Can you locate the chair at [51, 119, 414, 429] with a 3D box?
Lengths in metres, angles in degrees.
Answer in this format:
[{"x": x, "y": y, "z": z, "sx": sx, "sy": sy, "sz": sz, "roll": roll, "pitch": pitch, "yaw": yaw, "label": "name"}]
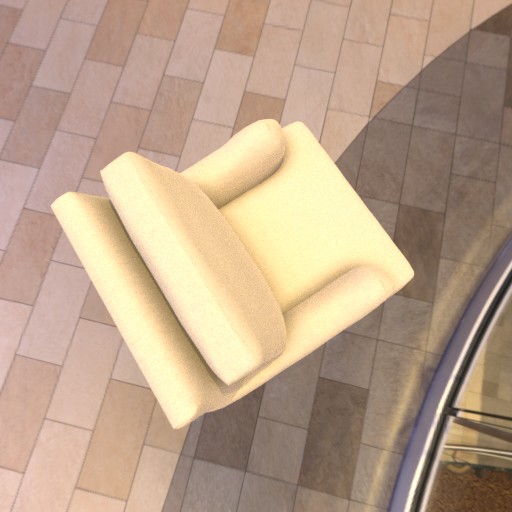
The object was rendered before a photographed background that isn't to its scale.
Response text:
[{"x": 0.000, "y": 0.000, "z": 1.853, "sx": 1.078, "sy": 1.076, "sz": 0.895, "roll": -32, "pitch": 77, "yaw": -8, "label": "chair"}]
